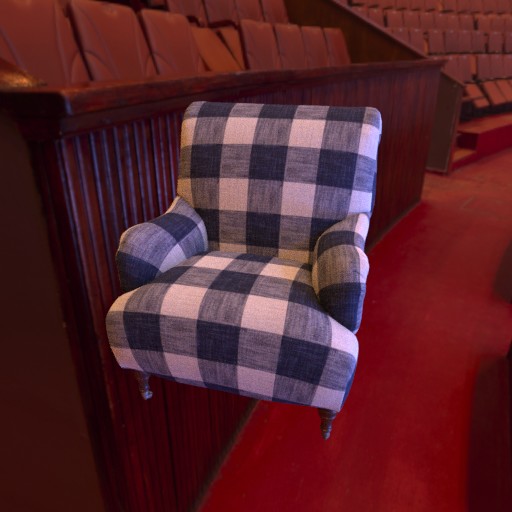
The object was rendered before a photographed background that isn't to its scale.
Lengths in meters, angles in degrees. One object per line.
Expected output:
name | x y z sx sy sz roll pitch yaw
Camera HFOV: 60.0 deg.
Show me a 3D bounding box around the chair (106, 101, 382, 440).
chair | 0.000 0.000 1.570 0.781 0.953 0.848 7 26 15
